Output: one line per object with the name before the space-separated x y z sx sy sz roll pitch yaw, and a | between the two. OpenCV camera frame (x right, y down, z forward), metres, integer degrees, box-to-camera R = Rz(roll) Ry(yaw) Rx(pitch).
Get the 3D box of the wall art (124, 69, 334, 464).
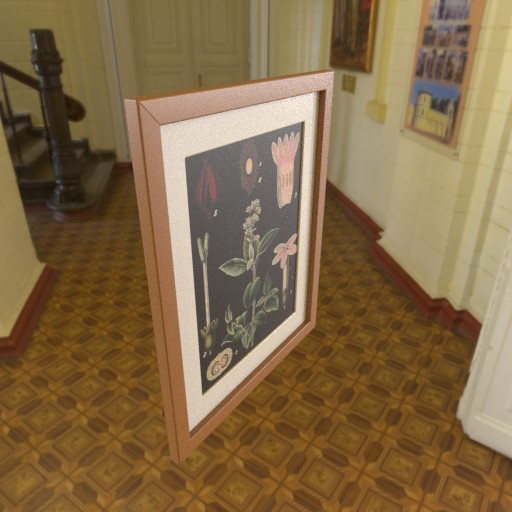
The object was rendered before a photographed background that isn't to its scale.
wall art | 0.000 0.000 0.512 0.015 0.379 0.310 18 32 31
